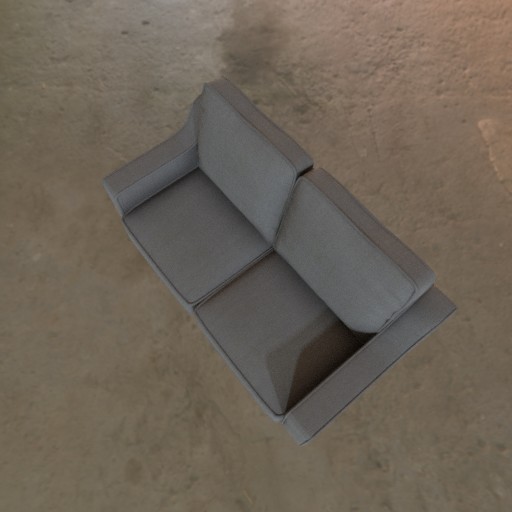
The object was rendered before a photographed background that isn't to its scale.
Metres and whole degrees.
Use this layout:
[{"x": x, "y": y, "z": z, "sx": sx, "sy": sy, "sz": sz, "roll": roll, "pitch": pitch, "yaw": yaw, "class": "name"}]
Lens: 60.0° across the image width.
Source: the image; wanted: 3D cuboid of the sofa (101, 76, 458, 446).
[{"x": 0.000, "y": 0.000, "z": 2.058, "sx": 0.791, "sy": 0.948, "sz": 1.500, "roll": -36, "pitch": 70, "yaw": -16, "class": "sofa"}]
